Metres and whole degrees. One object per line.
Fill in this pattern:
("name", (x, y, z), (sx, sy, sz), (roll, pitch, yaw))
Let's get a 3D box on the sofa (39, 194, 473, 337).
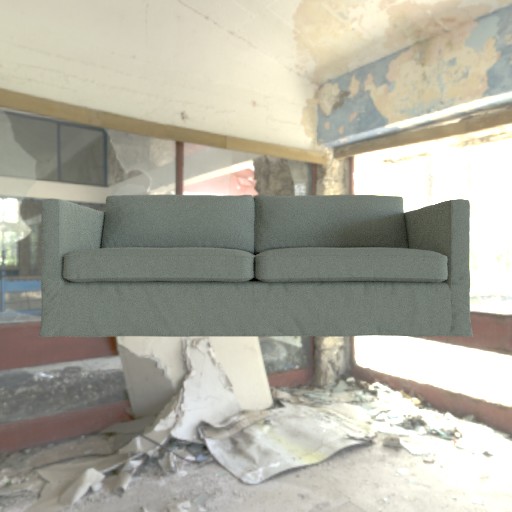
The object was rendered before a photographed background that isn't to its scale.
("sofa", (0.000, 0.000, 2.782), (2.312, 0.853, 0.962), (0, 0, 0))
